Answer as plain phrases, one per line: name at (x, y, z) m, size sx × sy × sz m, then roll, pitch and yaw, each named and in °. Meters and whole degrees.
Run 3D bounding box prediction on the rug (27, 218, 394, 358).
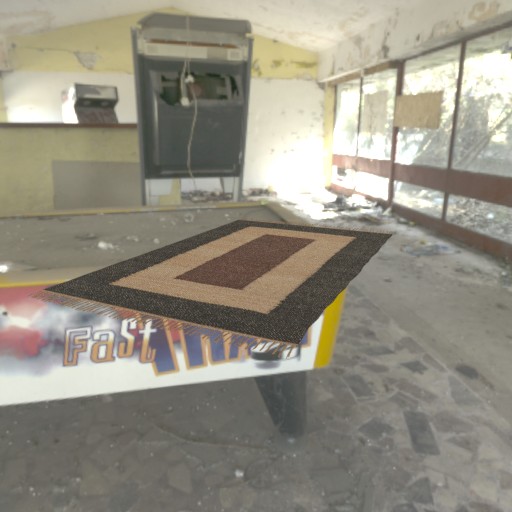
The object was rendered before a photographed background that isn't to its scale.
rug at (0.000, 0.000, 1.896) m, size 0.920 × 0.013 × 1.541 m, roll 8°, pitch 17°, yaw 25°
